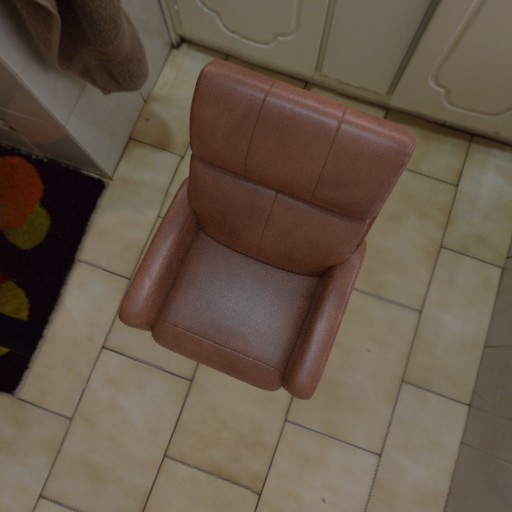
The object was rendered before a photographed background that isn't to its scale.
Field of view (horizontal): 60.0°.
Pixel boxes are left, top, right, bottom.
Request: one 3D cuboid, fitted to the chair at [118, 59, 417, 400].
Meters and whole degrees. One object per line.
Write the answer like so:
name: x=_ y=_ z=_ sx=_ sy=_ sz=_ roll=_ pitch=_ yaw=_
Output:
chair: x=0.000 y=0.000 z=1.716 sx=0.787 sy=1.016 sz=0.939 roll=22 pitch=79 yaw=5
